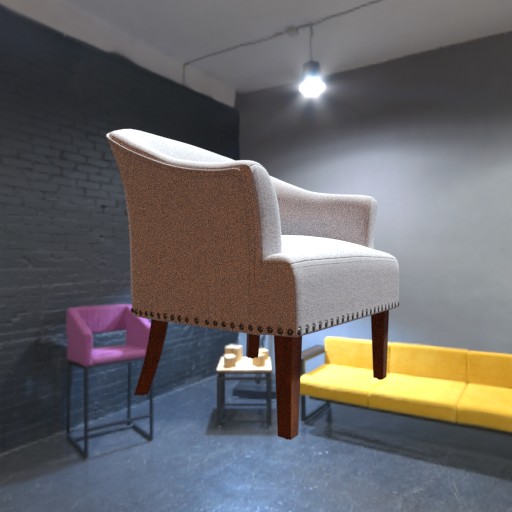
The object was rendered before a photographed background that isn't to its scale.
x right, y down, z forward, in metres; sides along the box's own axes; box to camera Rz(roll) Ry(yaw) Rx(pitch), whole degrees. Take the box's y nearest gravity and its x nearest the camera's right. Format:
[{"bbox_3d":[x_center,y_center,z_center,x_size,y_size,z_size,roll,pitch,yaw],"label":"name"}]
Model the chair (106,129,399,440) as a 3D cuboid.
[{"bbox_3d":[0.000,0.000,1.407,0.704,0.815,0.798,0,0,36],"label":"chair"}]
